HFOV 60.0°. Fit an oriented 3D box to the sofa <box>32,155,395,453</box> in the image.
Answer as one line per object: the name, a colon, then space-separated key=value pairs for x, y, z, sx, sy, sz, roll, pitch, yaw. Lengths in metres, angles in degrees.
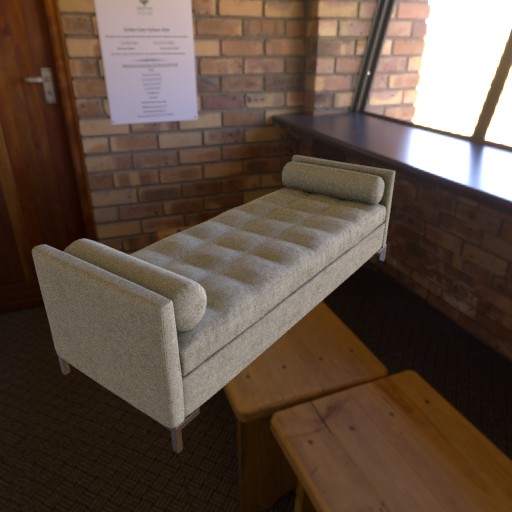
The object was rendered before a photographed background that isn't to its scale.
sofa: x=0.000 y=0.000 z=2.499 sx=0.797 sy=0.657 sz=2.102 roll=18 pitch=31 yaw=32
